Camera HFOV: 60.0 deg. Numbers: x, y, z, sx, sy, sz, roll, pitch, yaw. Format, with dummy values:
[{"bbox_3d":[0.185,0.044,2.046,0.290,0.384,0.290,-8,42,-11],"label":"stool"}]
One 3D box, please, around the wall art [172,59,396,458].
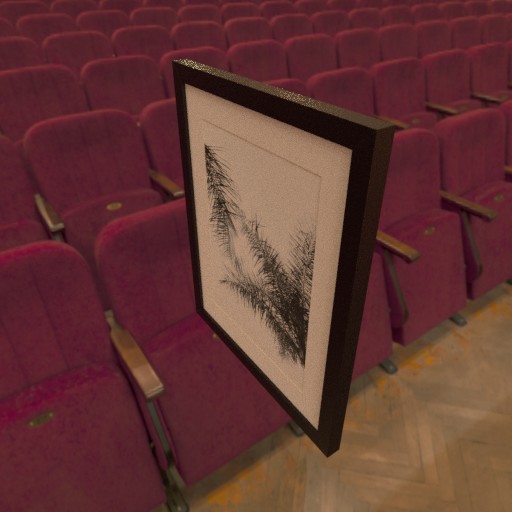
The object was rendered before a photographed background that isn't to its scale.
[{"bbox_3d":[0.000,0.000,0.755,0.028,0.557,0.457,-21,39,-29],"label":"wall art"}]
